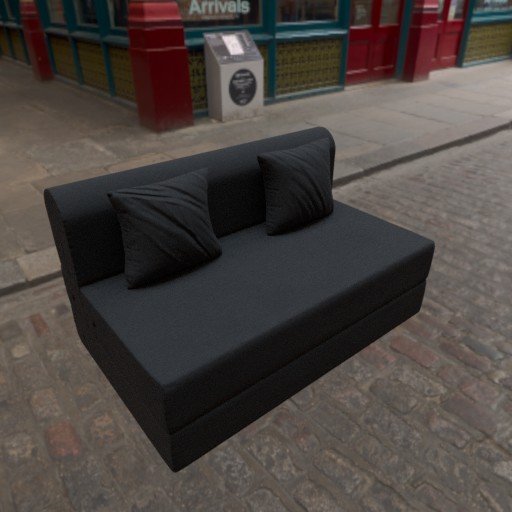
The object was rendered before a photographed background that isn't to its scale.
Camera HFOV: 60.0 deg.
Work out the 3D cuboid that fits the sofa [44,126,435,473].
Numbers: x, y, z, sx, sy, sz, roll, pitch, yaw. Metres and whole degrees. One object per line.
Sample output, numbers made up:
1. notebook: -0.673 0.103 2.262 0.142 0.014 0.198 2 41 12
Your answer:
1. sofa: 0.000 0.000 1.676 1.225 0.670 0.762 -22 37 -33
